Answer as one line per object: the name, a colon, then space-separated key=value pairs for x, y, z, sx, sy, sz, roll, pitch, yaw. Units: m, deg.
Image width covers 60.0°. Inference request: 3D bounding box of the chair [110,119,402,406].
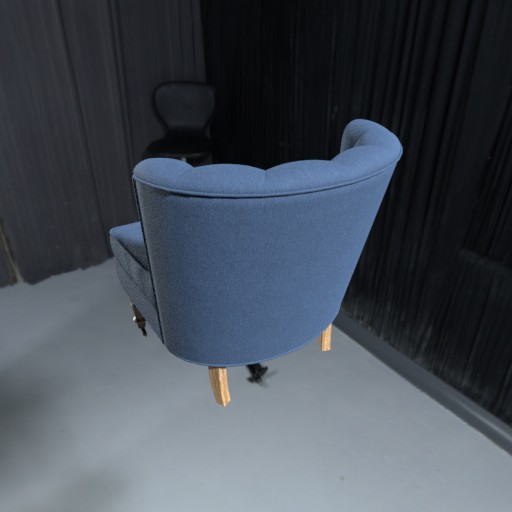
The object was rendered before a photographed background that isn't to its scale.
chair: x=0.000 y=0.000 z=1.355 sx=0.740 sy=0.771 sz=0.718 roll=-19 pitch=35 yaw=-30
